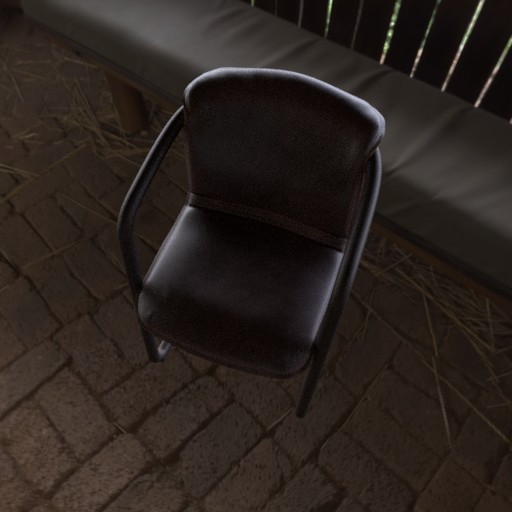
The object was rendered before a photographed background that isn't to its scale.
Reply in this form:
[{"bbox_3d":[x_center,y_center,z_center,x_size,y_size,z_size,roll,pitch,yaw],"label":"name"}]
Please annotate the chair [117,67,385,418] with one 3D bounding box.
[{"bbox_3d":[0.000,0.000,1.254,0.536,0.836,0.664,18,59,11],"label":"chair"}]
